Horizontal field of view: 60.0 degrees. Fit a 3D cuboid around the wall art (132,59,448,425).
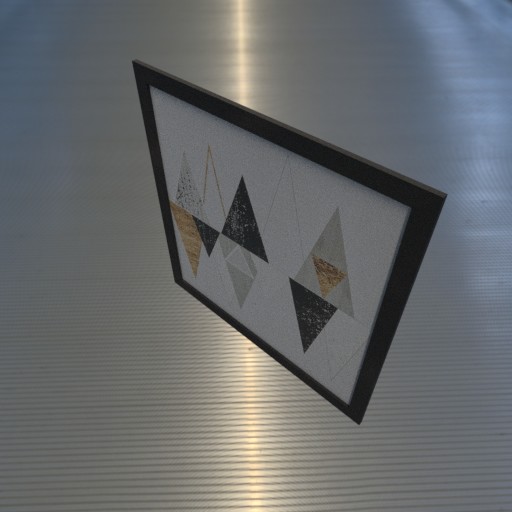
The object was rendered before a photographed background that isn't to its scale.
[{"bbox_3d":[0.000,0.000,1.196,0.823,0.823,0.013,33,53,29],"label":"wall art"}]
